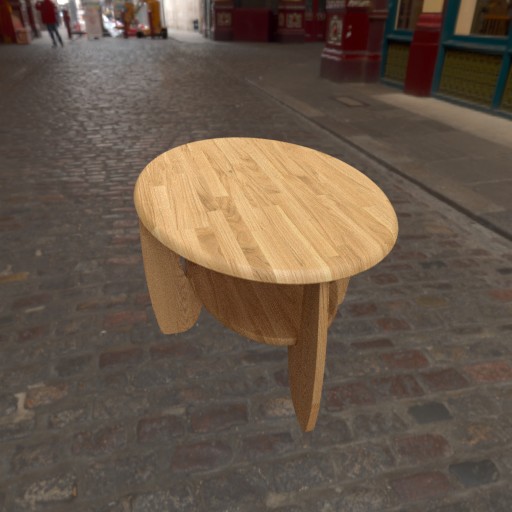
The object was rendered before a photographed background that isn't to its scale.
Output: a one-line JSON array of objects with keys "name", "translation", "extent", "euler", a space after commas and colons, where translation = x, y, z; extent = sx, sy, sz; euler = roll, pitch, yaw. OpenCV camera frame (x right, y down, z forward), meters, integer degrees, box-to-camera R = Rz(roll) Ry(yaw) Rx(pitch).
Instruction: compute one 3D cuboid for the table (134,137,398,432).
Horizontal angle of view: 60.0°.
[{"name": "table", "translation": [0.000, 0.000, 1.399], "extent": [0.690, 0.490, 1.040], "euler": [-8, 31, -13]}]
